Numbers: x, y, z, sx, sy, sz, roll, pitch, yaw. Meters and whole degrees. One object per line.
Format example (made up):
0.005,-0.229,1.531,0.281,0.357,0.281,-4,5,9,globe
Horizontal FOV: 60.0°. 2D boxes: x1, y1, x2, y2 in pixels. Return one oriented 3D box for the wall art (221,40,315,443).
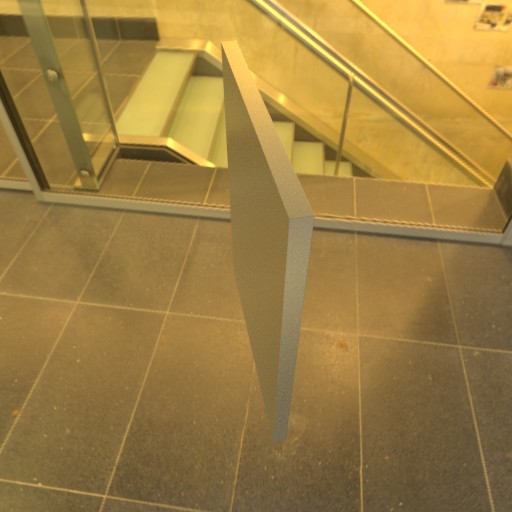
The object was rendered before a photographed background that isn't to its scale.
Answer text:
0.000,0.000,0.787,0.025,0.569,0.444,-9,47,-8,wall art
